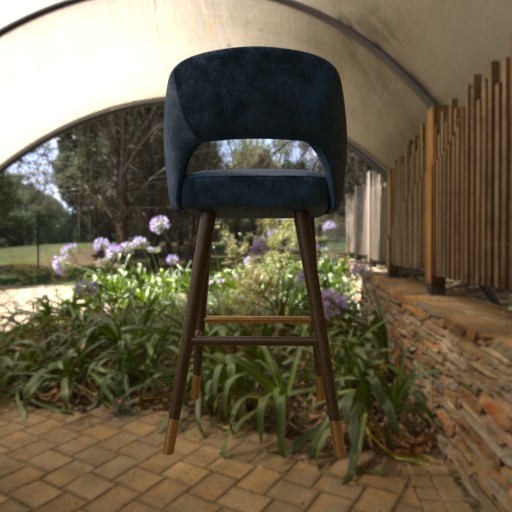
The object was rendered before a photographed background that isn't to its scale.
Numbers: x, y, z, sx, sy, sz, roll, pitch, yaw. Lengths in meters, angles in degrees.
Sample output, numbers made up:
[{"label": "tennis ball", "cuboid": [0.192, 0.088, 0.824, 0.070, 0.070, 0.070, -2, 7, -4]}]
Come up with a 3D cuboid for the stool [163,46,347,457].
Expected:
[{"label": "stool", "cuboid": [0.000, 0.000, 1.313, 0.514, 1.016, 0.515, 0, 1, 2]}]
